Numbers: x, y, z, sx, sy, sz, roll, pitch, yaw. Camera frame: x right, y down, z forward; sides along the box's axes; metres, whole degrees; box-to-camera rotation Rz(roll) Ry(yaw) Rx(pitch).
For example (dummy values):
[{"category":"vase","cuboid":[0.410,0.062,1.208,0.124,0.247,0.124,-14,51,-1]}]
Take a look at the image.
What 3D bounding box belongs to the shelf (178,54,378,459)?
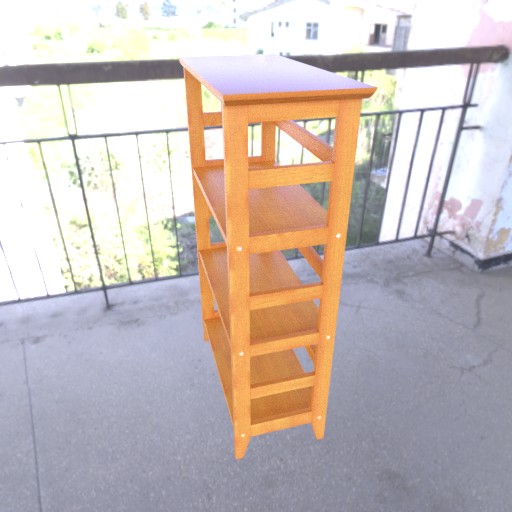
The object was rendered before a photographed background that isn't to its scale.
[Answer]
[{"category":"shelf","cuboid":[0.000,0.000,1.360,0.305,1.067,0.660,-8,31,-13]}]
